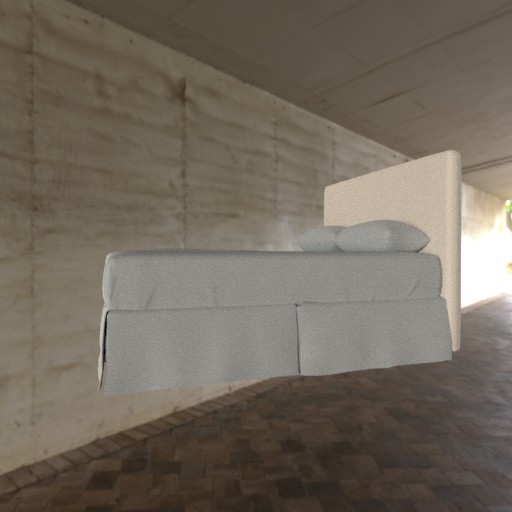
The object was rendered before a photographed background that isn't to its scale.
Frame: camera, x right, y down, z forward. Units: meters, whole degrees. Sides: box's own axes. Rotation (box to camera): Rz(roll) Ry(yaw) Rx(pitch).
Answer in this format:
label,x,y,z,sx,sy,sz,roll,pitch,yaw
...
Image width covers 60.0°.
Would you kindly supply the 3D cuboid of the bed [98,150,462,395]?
label,x,y,z,sx,sy,sz,roll,pitch,yaw
bed,0.000,0.000,3.195,2.142,1.330,1.748,0,1,-18
